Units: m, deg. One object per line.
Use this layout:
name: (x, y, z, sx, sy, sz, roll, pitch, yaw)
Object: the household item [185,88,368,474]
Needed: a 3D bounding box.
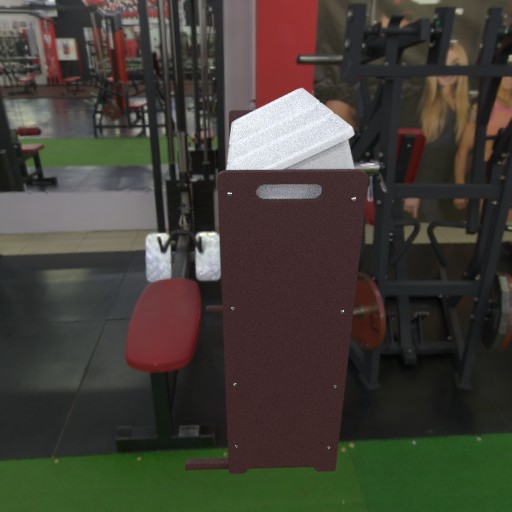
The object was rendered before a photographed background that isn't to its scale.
household item: (0.000, 0.000, 1.304, 0.389, 0.864, 0.787, -1, 26, -1)
